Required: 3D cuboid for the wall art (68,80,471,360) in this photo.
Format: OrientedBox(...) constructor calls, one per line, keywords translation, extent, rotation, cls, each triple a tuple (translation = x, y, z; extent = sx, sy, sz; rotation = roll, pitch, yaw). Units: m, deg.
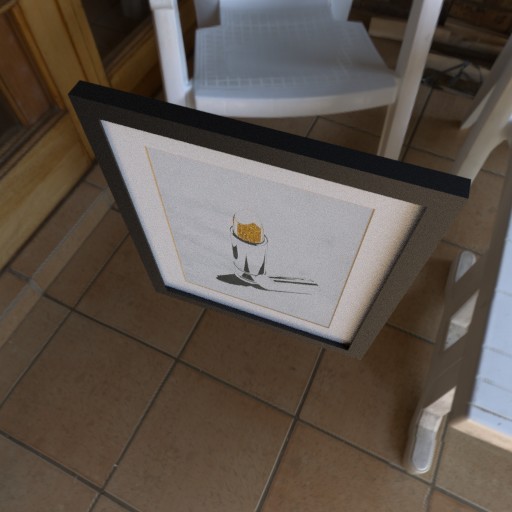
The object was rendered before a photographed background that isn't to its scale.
OrientedBox(translation=(0.000, 0.000, 0.514), extent=(0.330, 0.381, 0.019), rotation=(17, 61, 10), cls="wall art")
